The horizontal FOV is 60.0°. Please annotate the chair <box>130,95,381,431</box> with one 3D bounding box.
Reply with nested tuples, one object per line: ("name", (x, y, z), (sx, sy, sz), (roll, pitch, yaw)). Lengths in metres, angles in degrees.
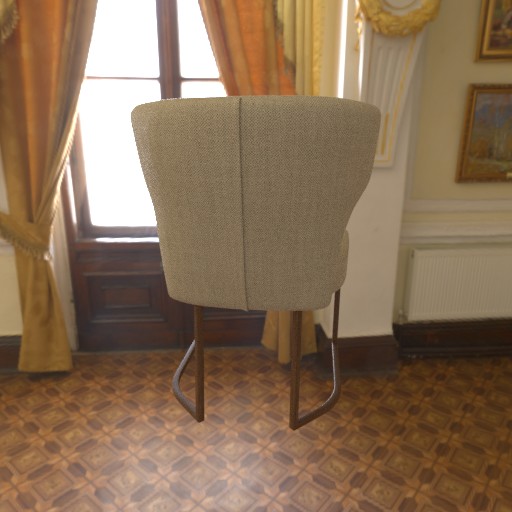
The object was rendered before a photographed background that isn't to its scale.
("chair", (0.000, 0.000, 1.254), (0.611, 0.824, 0.617), (2, 16, 7))
